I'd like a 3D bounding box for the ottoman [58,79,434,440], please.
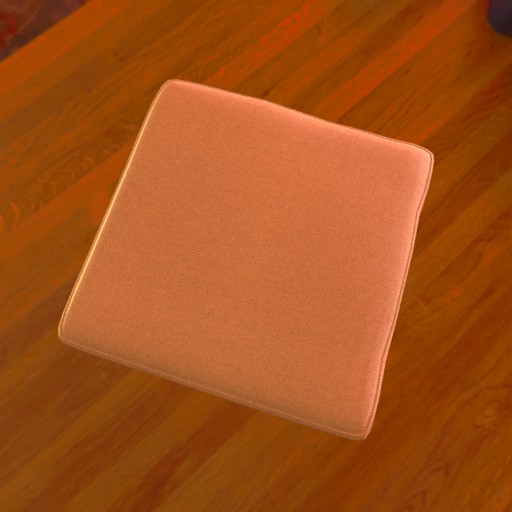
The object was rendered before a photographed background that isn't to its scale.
[{"bbox_3d":[0.000,0.000,1.380,0.838,0.503,0.838,17,76,4],"label":"ottoman"}]
